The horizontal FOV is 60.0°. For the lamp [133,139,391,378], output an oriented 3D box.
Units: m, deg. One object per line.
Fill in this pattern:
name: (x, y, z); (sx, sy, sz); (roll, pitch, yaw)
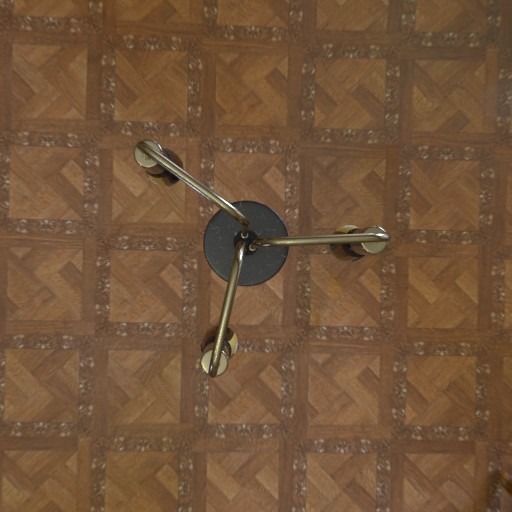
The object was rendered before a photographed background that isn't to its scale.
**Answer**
lamp: (0.000, 0.000, 0.804); (0.368, 0.560, 0.355); (0, 90, -2)
